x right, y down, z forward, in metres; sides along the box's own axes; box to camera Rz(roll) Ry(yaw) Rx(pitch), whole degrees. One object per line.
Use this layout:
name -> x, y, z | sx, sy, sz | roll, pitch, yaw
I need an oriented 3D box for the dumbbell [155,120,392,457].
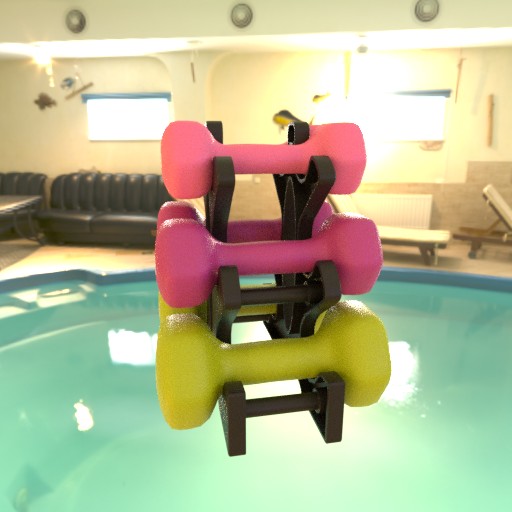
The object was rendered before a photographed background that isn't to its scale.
dumbbell -> 0.000, 0.000, 0.448 | 0.203, 0.261, 0.257 | -3, 15, -11
